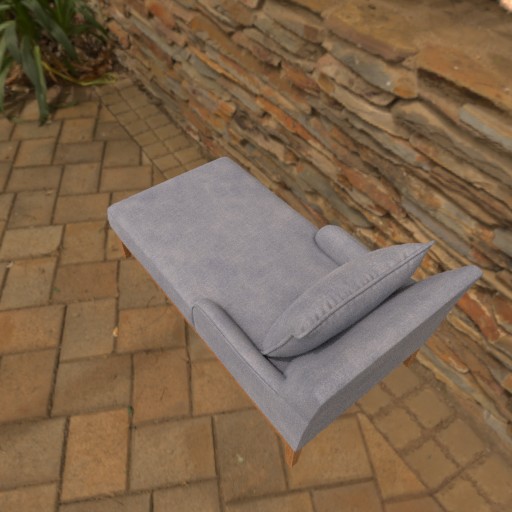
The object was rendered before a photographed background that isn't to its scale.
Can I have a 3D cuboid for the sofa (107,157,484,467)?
[{"bbox_3d":[0.000,0.000,2.291,0.904,0.883,1.779,-30,54,-25],"label":"sofa"}]
